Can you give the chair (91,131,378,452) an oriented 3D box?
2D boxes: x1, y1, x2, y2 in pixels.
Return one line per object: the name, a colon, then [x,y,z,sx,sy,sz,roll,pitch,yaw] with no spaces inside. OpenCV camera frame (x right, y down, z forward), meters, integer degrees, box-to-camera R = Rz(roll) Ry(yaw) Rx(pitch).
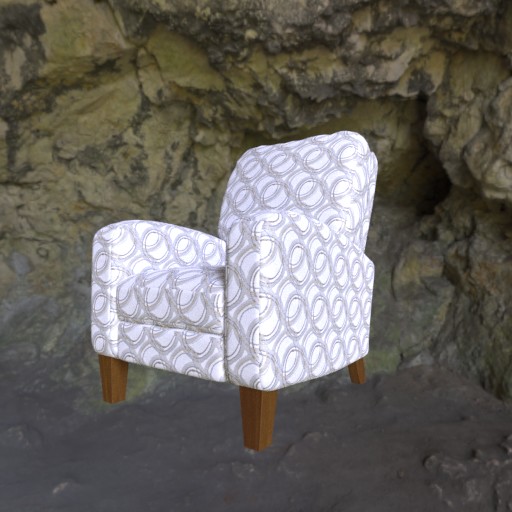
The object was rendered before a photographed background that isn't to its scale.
chair: [0.000,0.000,1.781,0.796,1.065,0.995,0,0,37]
